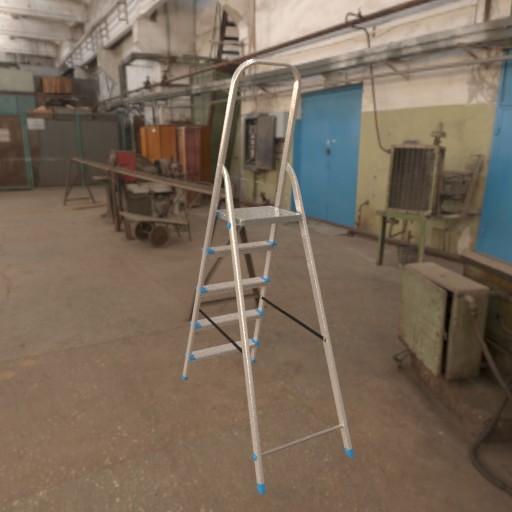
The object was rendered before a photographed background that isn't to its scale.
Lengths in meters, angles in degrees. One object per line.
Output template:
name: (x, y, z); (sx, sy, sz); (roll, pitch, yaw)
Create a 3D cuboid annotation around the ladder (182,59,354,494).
ladder: (0.000, 0.000, 2.054); (0.468, 1.648, 0.990); (-8, 17, -26)
